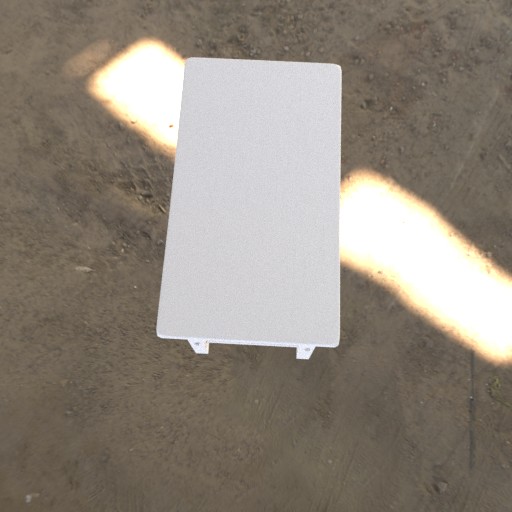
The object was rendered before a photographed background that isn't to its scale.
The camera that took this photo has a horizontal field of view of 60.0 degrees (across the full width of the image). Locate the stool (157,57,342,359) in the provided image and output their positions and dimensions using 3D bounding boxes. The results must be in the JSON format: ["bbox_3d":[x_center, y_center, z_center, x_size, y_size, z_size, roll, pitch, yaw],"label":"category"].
[{"bbox_3d":[0.000,0.000,0.959,0.322,0.742,0.406,3,76,1],"label":"stool"}]
